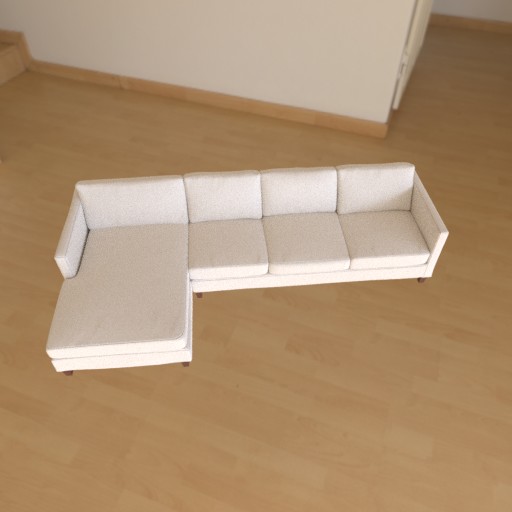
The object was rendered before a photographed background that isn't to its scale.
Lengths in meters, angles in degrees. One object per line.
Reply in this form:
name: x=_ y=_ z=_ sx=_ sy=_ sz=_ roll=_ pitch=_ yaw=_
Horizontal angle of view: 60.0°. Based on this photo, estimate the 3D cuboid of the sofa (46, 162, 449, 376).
sofa: x=0.000 y=0.000 z=3.790 sx=3.186 sy=0.846 sz=1.625 roll=-4 pitch=47 yaw=-3
